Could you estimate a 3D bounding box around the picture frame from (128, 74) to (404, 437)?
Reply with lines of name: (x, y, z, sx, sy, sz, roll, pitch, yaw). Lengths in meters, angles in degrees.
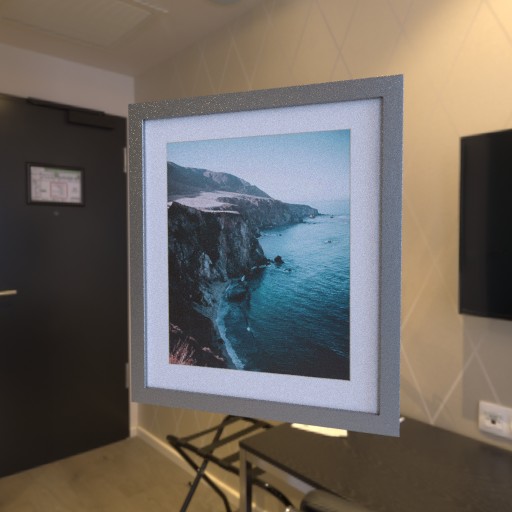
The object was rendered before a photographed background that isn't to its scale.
picture frame: (0.000, 0.000, 1.344, 0.839, 0.968, 0.073, 1, 2, 18)
